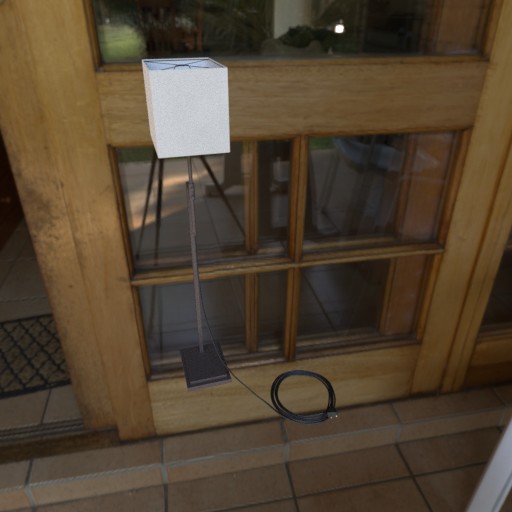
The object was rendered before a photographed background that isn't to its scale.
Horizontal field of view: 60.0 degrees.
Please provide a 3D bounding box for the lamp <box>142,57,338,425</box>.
[{"bbox_3d":[0.000,0.000,2.021,0.774,1.600,0.698,-8,31,-14],"label":"lamp"}]
